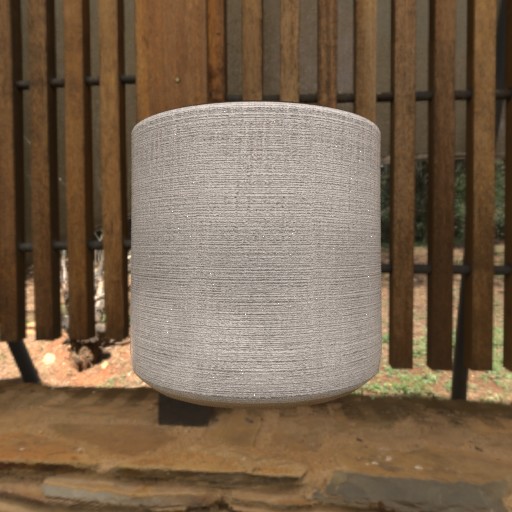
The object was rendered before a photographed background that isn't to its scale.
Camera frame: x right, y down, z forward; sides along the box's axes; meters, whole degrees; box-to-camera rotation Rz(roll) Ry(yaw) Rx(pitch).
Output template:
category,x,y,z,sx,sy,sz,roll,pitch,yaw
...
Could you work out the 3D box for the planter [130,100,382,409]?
category,x,y,z,sx,sy,sz,roll,pitch,yaw
planter,0.000,0.000,0.292,0.160,0.156,0.160,0,1,0
